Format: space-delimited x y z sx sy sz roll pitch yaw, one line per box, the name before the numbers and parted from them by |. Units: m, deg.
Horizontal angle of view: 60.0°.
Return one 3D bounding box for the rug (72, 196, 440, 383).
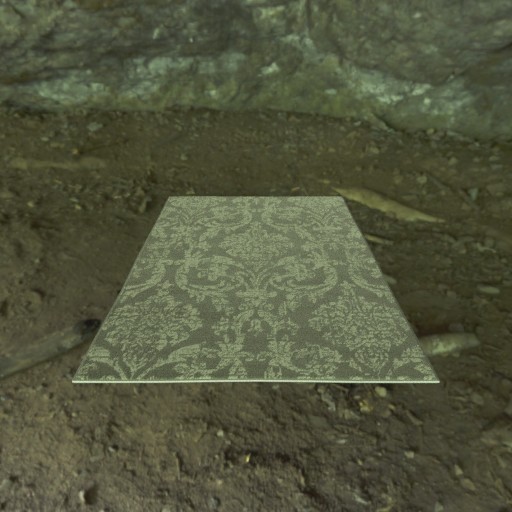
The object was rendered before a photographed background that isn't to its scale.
rug | 0.000 0.000 2.263 1.206 0.012 1.824 0 27 0
